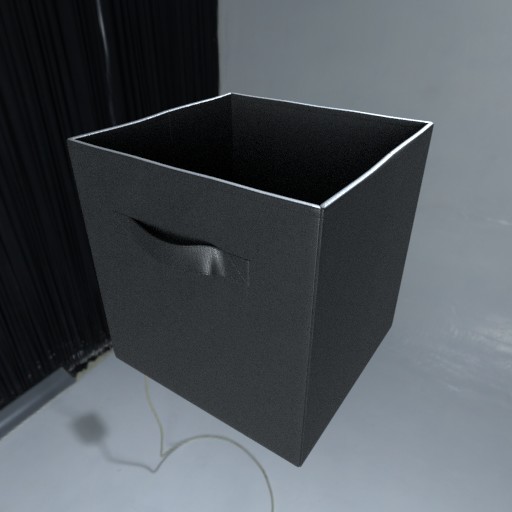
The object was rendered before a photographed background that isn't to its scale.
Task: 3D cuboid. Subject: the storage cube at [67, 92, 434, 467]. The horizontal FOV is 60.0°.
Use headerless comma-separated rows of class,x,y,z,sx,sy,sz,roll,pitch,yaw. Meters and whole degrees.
storage cube,0.000,0.000,0.500,0.270,0.280,0.270,20,37,29
